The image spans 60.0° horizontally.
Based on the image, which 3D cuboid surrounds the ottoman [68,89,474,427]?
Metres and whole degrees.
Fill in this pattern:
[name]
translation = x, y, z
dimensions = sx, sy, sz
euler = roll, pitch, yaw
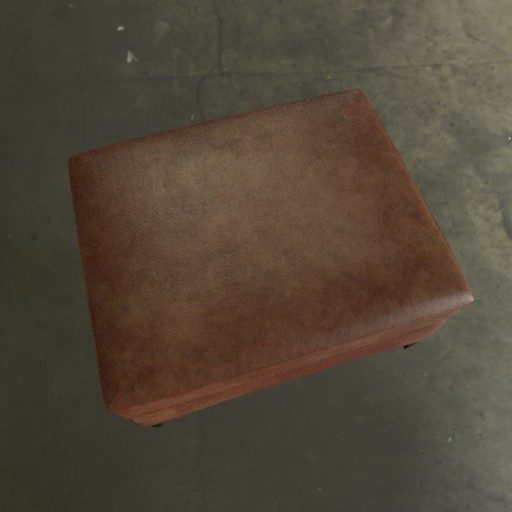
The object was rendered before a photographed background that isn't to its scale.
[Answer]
[ottoman]
translation = 0.000, 0.000, 1.754
dimensions = 1.186, 0.667, 0.965
euler = -15, 66, -7
